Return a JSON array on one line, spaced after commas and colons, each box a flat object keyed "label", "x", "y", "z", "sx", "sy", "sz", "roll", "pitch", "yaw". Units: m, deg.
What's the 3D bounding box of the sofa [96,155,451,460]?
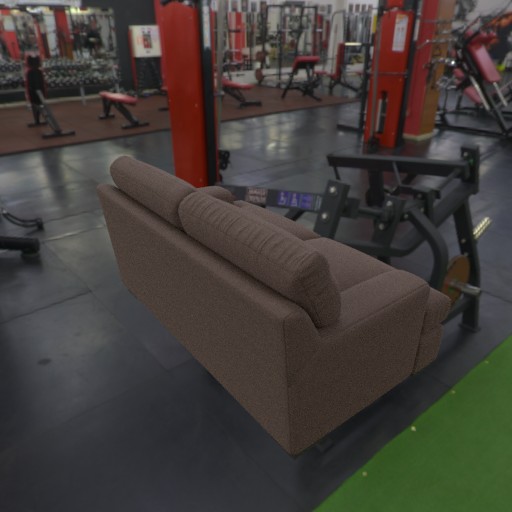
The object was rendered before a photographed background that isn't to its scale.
[{"label": "sofa", "x": 0.000, "y": 0.000, "z": 2.540, "sx": 1.140, "sy": 0.950, "sz": 1.869, "roll": -19, "pitch": 33, "yaw": -33}]
